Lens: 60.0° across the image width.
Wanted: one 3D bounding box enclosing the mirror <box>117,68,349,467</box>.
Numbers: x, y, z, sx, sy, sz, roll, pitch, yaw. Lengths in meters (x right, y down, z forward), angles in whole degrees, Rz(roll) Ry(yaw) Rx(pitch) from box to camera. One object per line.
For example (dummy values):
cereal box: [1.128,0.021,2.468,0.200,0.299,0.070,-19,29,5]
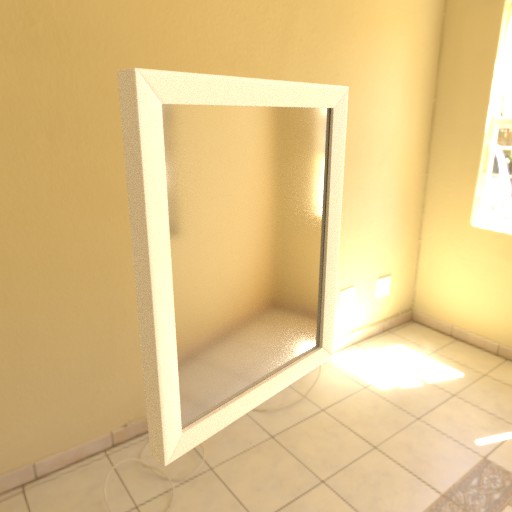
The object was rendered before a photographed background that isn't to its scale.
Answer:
mirror: [0.000,0.000,0.686,0.041,0.508,0.405,16,24,41]
